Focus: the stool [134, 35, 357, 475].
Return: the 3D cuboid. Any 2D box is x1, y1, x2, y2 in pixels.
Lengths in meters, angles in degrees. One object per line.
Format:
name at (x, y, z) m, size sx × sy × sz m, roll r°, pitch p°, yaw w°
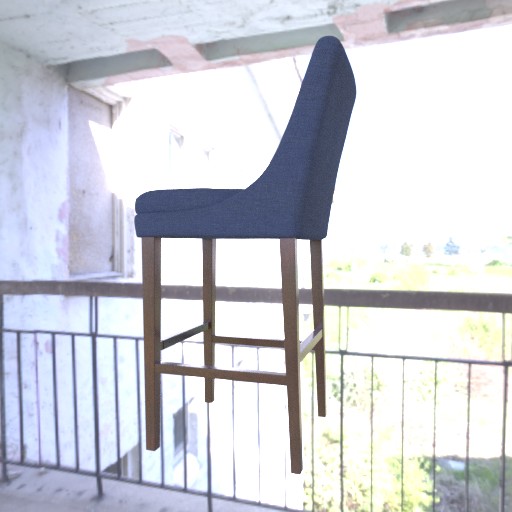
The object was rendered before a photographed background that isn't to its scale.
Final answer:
stool at (0.000, 0.000, 1.342) m, size 0.577 × 1.078 × 0.470 m, roll 1°, pitch 2°, yaw 18°
